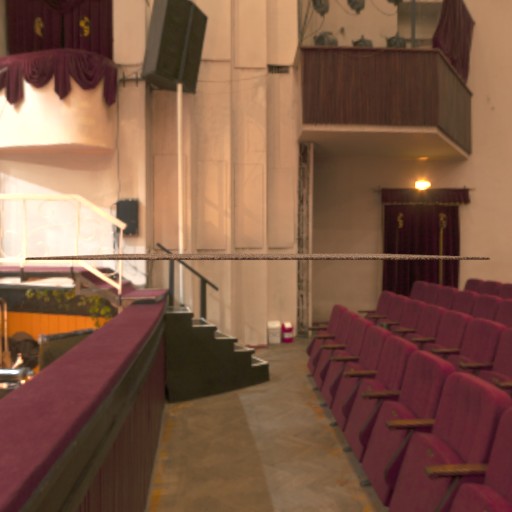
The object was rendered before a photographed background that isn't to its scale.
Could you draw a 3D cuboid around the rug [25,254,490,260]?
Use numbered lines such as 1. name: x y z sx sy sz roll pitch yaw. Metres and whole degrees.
1. rug: 0.000 0.000 4.250 3.204 0.017 2.448 0 1 -1
